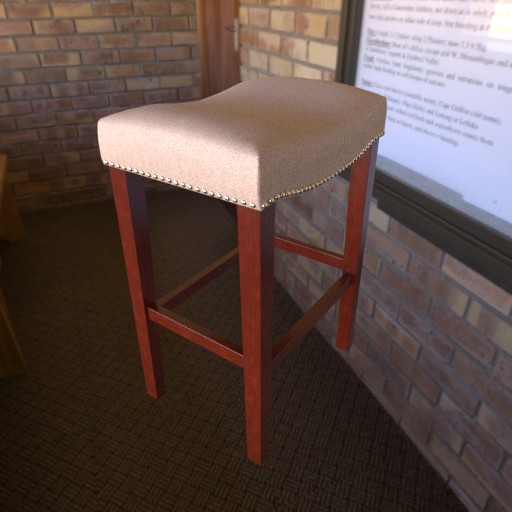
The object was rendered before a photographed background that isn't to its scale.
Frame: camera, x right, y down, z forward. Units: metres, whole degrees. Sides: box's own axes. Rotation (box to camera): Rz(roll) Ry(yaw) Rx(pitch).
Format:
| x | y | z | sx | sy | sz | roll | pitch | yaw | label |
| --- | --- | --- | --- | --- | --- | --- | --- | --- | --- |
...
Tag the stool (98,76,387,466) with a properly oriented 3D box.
| x | y | z | sx | sy | sz | roll | pitch | yaw | label |
| --- | --- | --- | --- | --- | --- | --- | --- | --- | --- |
| 0.000 | 0.000 | 1.057 | 0.372 | 0.742 | 0.504 | 20 | 36 | 30 | stool |
